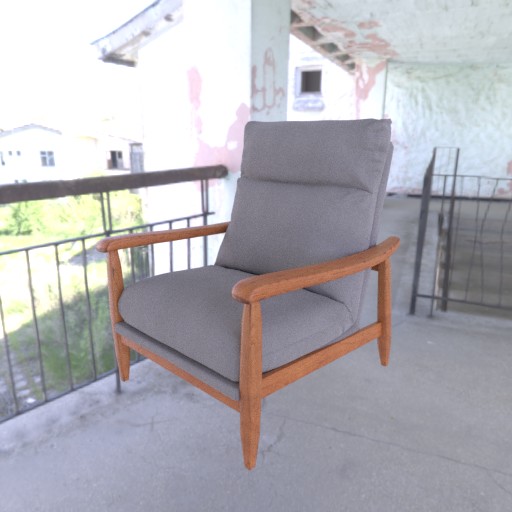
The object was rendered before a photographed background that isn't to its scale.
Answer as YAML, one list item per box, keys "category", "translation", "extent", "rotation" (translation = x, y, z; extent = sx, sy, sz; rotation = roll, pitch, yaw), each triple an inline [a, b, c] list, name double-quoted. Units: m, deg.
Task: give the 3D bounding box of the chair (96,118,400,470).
- category: "chair"
  translation: [0.000, 0.000, 1.549]
  extent: [0.782, 0.922, 0.816]
  rotation: [14, 21, 41]
